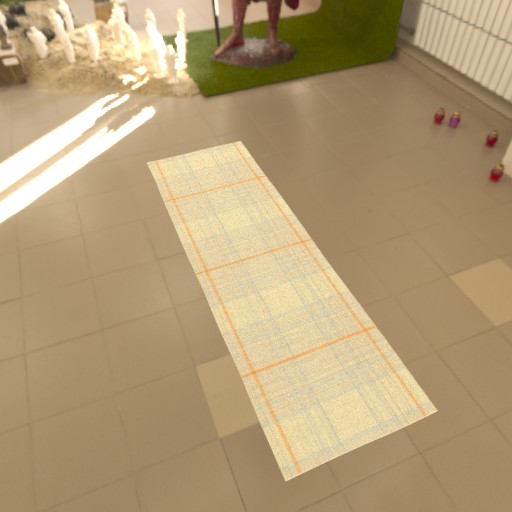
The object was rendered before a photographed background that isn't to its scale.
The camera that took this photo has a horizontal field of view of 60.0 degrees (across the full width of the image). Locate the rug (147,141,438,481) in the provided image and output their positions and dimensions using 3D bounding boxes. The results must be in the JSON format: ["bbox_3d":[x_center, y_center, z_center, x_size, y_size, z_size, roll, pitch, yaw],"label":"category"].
[{"bbox_3d":[0.000,0.000,2.690,0.770,0.016,2.442,-17,49,-16],"label":"rug"}]
